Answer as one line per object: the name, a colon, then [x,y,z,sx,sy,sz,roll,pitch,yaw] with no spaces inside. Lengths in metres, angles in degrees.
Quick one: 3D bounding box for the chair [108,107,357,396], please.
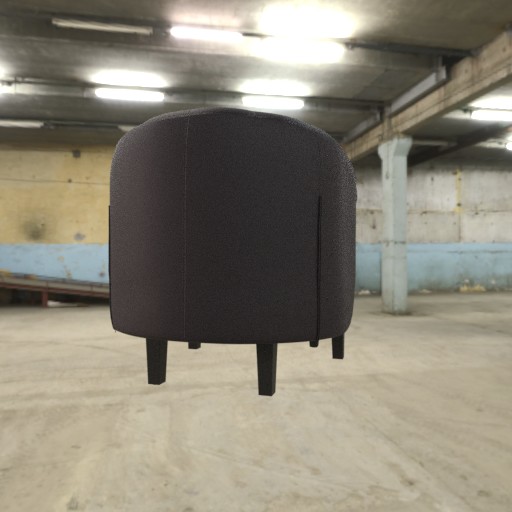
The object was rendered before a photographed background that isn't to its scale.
chair: [0.000,0.000,1.680,0.763,0.760,1.191,0,-1,18]
